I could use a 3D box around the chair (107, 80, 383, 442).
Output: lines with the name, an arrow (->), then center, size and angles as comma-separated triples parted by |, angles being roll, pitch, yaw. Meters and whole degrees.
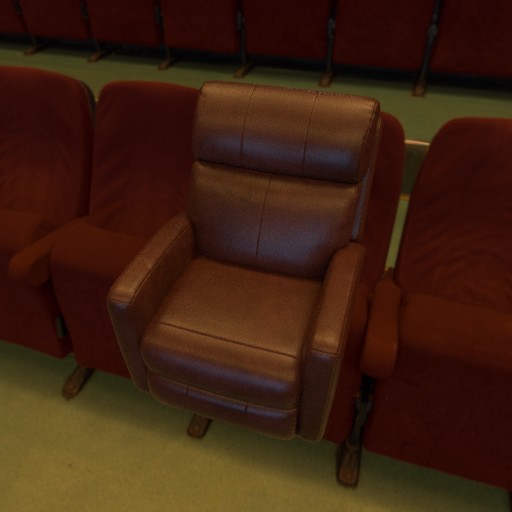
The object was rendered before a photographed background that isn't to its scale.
chair -> 0.000, 0.000, 1.679 | 0.787, 1.016, 0.939 | 12, 41, 14
